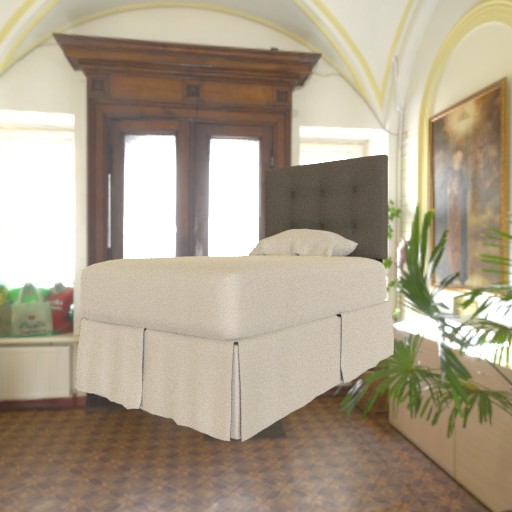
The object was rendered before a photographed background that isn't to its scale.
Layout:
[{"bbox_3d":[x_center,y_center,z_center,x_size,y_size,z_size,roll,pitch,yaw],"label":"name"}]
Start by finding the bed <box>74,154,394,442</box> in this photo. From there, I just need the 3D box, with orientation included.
[{"bbox_3d":[0.000,0.000,3.007,1.261,1.571,1.997,0,1,36],"label":"bed"}]
